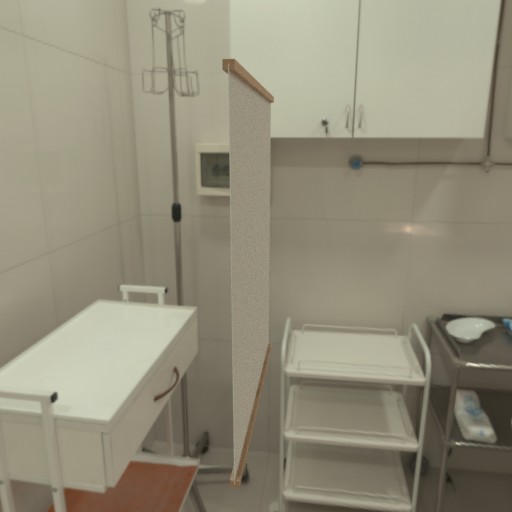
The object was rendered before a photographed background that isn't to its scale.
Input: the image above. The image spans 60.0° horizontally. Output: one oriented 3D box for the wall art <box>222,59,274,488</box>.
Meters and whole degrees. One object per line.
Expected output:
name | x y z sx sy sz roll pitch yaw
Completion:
wall art | 0.000 0.000 0.697 0.012 0.508 0.405 2 15 8
